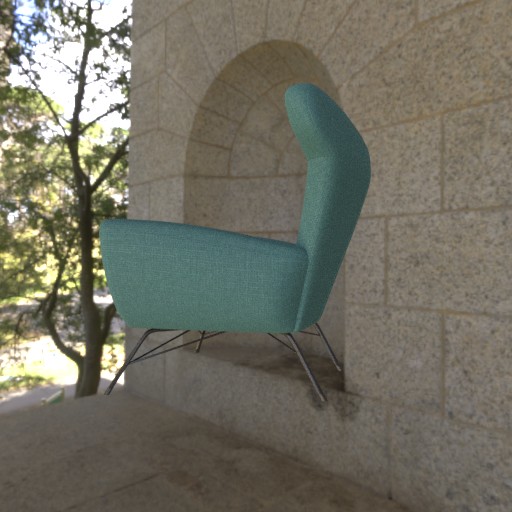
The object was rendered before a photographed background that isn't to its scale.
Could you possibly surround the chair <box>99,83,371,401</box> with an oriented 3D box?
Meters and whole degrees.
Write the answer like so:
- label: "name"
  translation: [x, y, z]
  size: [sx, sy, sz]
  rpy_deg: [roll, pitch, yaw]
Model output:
- label: "chair"
  translation: [0.000, 0.000, 1.789]
  size: [0.900, 0.980, 1.050]
  rpy_deg: [0, -1, 17]
